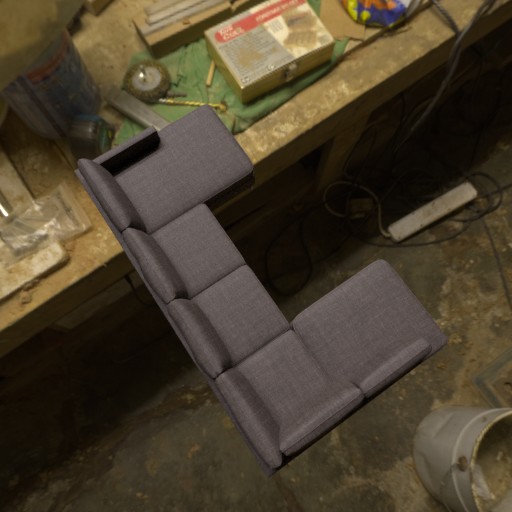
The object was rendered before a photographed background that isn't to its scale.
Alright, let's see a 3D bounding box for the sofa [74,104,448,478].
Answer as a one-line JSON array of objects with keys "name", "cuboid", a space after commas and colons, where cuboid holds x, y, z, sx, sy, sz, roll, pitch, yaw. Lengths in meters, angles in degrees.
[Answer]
[{"name": "sofa", "cuboid": [0.000, 0.000, 4.364, 2.048, 0.999, 3.423, -33, 78, -8]}]
